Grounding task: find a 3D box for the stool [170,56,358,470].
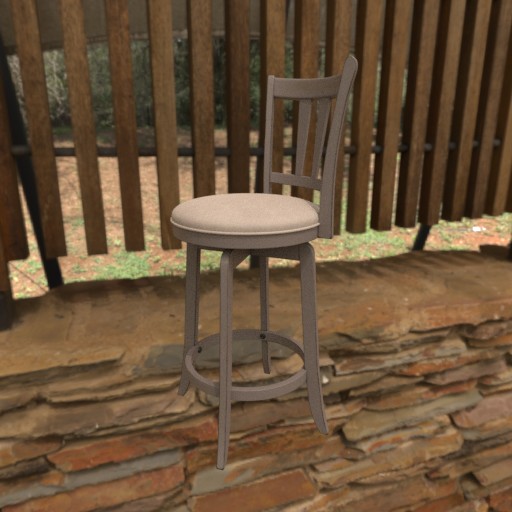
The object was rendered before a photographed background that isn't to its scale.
[{"bbox_3d":[0.000,0.000,1.277,0.475,1.023,0.436,-7,17,-24],"label":"stool"}]
